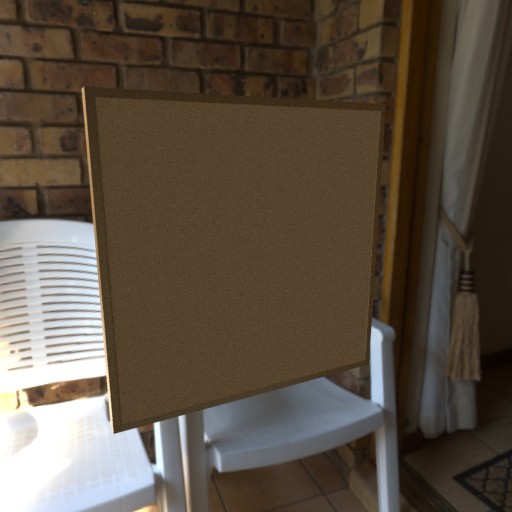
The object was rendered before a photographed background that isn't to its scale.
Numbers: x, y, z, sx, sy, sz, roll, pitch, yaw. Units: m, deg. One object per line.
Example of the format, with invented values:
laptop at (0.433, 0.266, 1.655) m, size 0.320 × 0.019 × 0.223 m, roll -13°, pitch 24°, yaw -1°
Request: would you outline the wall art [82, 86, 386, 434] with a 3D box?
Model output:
wall art at (0.000, 0.000, 1.126) m, size 0.762 × 0.762 × 0.038 m, roll -7°, pitch 15°, yaw -26°
